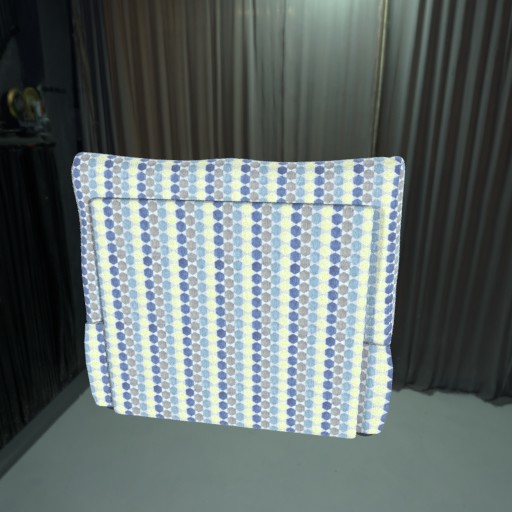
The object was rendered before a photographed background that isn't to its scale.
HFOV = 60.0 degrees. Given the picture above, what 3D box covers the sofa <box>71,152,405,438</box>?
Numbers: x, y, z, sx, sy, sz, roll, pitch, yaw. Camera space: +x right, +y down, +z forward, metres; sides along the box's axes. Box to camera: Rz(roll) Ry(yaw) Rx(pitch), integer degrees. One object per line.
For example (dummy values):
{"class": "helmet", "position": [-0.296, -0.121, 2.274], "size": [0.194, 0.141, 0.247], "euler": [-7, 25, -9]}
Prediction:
{"class": "sofa", "position": [0.000, 0.000, 1.706], "size": [0.930, 0.830, 1.000], "euler": [3, 17, 9]}
